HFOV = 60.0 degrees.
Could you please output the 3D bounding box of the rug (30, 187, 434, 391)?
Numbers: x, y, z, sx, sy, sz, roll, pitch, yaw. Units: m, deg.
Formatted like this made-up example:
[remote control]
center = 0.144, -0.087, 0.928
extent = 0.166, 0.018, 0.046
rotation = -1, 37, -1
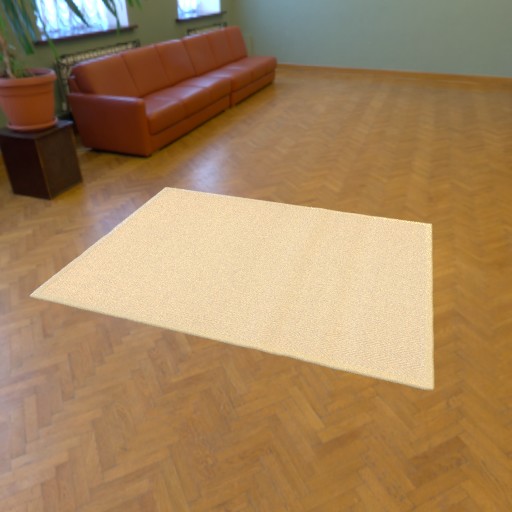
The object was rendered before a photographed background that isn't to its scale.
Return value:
[rug]
center = 0.000, 0.000, 4.833
extent = 3.659, 0.037, 2.734
rotation = 10, 33, 15
